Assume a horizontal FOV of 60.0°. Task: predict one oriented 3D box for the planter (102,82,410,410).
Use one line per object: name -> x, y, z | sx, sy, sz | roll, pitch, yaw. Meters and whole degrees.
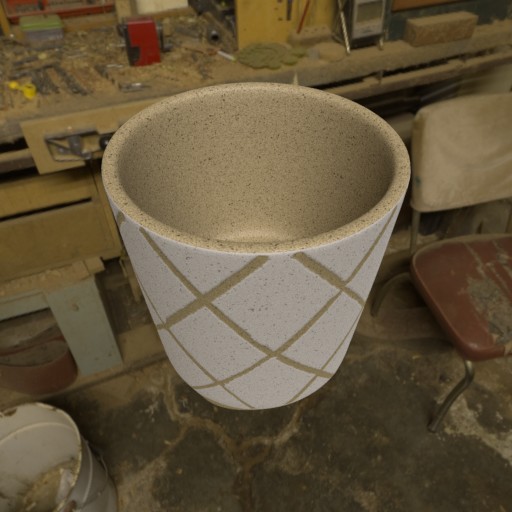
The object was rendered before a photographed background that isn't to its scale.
planter -> 0.000, 0.000, 0.418 | 0.228, 0.235, 0.228 | 0, 45, 0
